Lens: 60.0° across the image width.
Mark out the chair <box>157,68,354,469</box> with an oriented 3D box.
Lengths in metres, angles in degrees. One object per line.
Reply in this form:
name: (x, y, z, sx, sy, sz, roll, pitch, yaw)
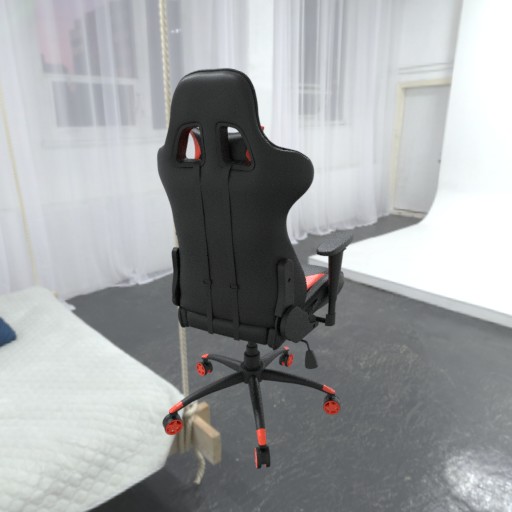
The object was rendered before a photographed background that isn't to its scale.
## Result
chair: (0.000, 0.000, 1.704, 0.695, 1.282, 0.730, 8, 19, 26)
